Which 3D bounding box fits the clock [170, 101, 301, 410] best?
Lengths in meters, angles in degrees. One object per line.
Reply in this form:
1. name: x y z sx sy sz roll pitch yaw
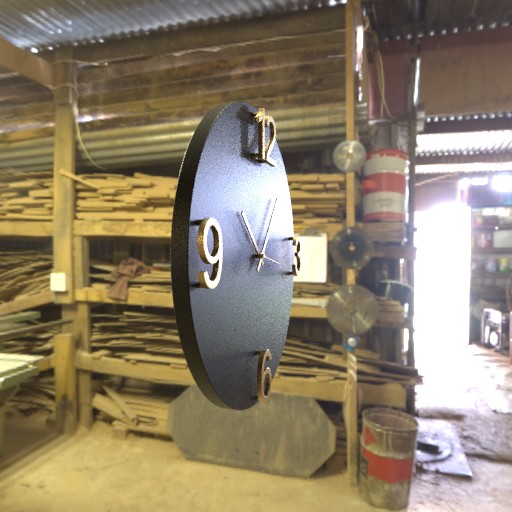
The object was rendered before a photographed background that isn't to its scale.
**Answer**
1. clock: 0.000 0.000 0.686 0.038 0.454 0.454 0 0 19
